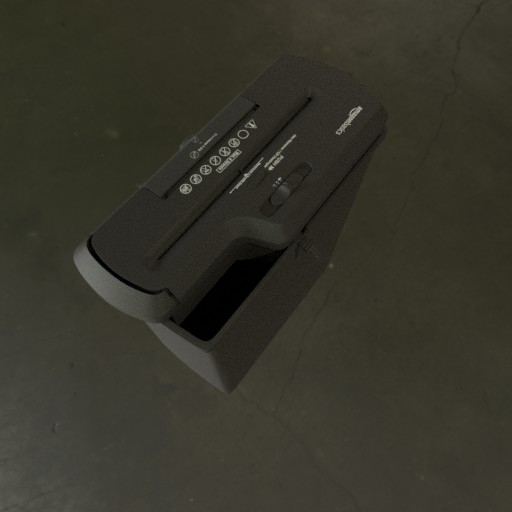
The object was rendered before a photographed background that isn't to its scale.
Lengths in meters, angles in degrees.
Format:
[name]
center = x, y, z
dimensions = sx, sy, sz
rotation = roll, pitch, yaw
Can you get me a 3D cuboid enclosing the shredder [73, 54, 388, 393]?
[shredder]
center = 0.000, 0.000, 0.529
dimensions = 0.170, 0.335, 0.320
rotation = 34, 68, 16
